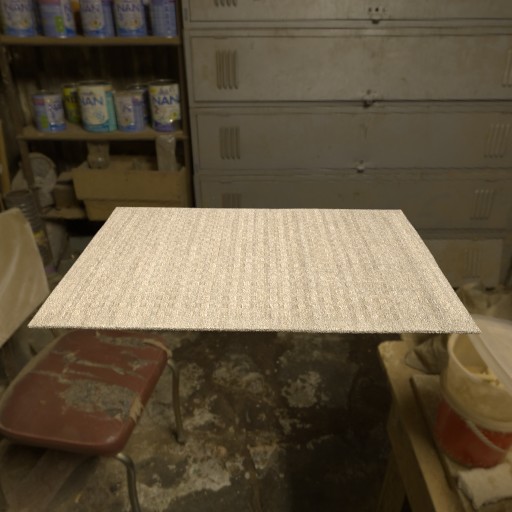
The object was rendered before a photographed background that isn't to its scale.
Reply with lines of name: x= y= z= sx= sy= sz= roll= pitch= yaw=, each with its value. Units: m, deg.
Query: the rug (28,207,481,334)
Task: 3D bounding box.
rug: x=0.000 y=0.000 z=2.896 sx=2.297 sy=0.018 sz=1.532 roll=1 pitch=29 yaw=1
